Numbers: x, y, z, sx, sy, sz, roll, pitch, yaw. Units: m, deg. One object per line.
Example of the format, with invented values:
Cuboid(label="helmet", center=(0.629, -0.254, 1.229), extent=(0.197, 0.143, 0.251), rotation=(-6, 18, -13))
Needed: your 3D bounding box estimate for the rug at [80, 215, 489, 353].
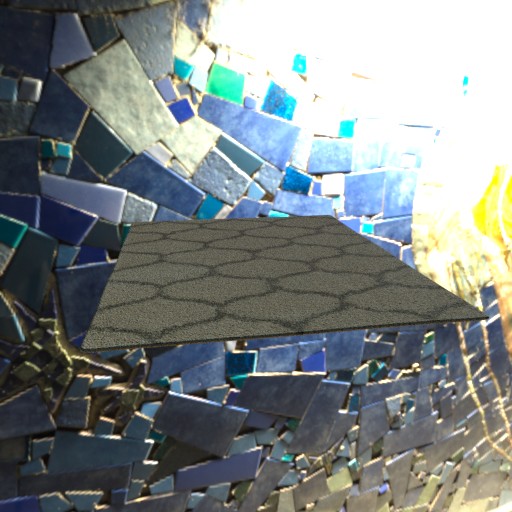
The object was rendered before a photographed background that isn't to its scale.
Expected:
Cuboid(label="rug", center=(0.000, 0.000, 3.914), extent=(2.399, 0.026, 3.000), rotation=(-3, 18, -9))
